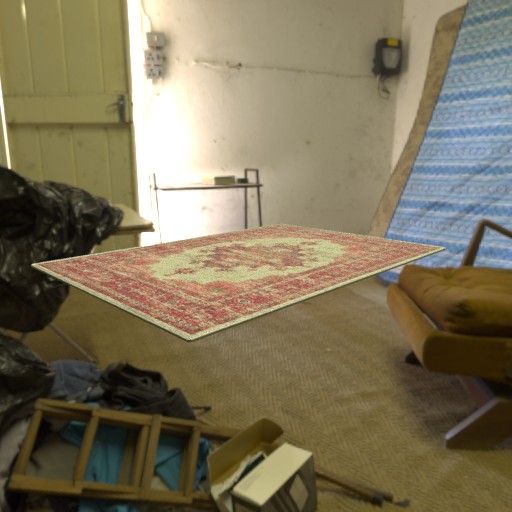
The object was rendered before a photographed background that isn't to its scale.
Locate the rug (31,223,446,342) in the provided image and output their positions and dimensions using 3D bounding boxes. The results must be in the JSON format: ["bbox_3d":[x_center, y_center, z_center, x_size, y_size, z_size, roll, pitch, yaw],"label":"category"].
[{"bbox_3d":[0.000,0.000,2.243,1.217,0.011,1.747,13,18,43],"label":"rug"}]
